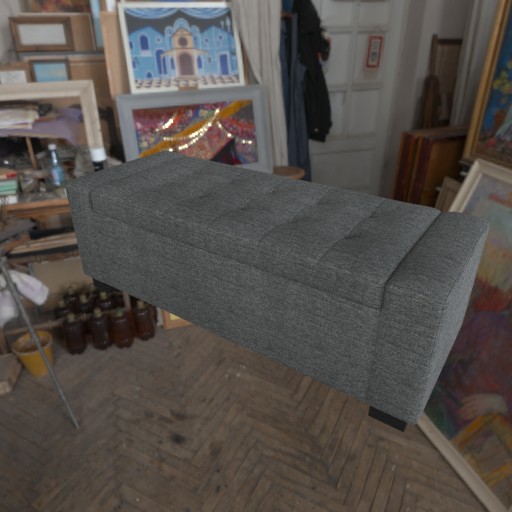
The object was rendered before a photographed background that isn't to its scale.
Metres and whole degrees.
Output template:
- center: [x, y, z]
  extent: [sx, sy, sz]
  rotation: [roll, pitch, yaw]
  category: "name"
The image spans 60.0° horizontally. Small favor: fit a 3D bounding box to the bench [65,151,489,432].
- center: [0.000, 0.000, 1.508]
  extent: [1.296, 0.445, 0.508]
  rotation: [18, 34, 30]
  category: "bench"
